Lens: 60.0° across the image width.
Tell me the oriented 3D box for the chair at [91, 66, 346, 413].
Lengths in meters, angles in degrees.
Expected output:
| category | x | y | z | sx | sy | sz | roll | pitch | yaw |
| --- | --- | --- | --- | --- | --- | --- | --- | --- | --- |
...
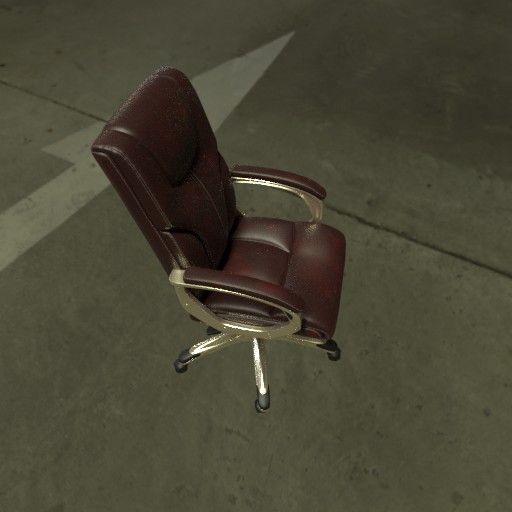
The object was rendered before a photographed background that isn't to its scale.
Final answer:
| category | x | y | z | sx | sy | sz | roll | pitch | yaw |
| --- | --- | --- | --- | --- | --- | --- | --- | --- | --- |
| chair | 0.000 | 0.000 | 1.554 | 0.739 | 1.107 | 0.662 | 10 | 48 | 9 |
